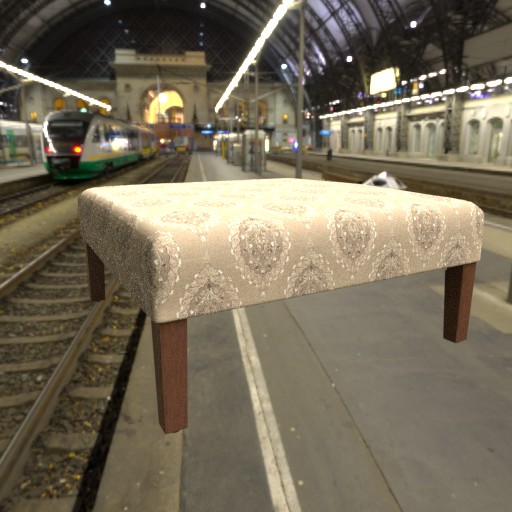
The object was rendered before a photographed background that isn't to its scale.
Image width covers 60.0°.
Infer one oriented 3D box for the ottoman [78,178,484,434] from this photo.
[{"bbox_3d":[0.000,0.000,1.356,0.889,0.411,0.890,-8,16,-28],"label":"ottoman"}]
